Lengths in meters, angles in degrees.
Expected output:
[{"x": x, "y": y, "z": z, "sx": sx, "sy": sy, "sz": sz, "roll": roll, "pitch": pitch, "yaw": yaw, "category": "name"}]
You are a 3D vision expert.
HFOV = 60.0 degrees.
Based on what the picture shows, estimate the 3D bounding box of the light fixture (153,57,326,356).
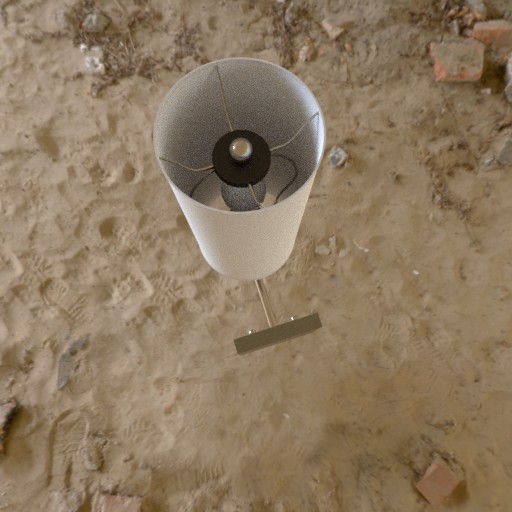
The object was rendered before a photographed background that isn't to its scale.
[{"x": 0.000, "y": 0.000, "z": 0.543, "sx": 0.128, "sy": 0.462, "sz": 0.208, "roll": -17, "pitch": 77, "yaw": -4, "category": "light fixture"}]
